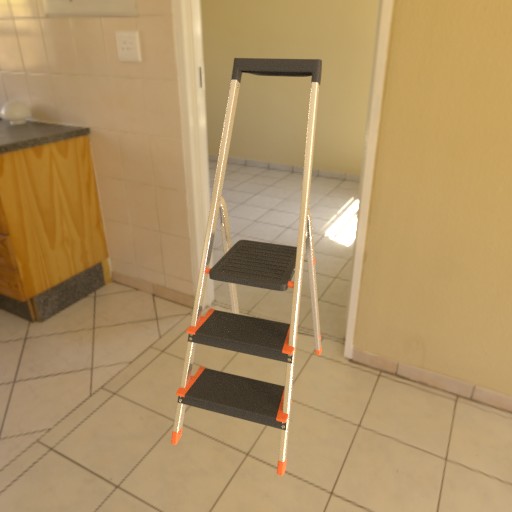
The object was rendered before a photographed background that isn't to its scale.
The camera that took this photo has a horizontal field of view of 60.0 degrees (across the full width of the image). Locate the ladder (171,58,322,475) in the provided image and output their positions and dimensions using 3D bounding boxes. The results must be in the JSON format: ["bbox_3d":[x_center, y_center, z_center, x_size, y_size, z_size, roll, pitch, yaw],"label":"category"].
[{"bbox_3d":[0.000,0.000,1.530,0.416,1.229,0.686,8,28,16],"label":"ladder"}]
